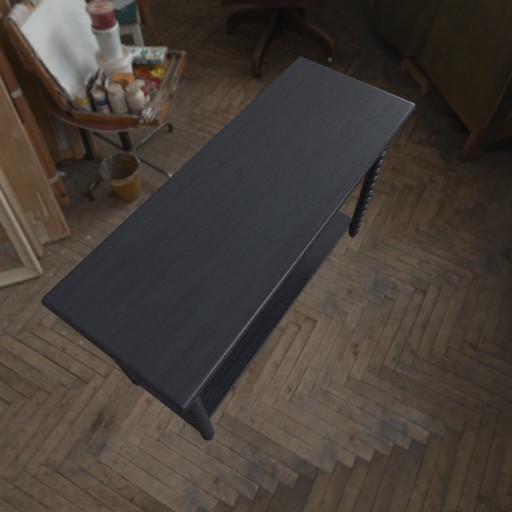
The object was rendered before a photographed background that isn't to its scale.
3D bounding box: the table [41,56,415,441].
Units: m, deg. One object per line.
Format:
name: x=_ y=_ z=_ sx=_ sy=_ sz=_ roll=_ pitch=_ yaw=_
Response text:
table: x=0.000 y=0.000 z=1.568 sx=0.459 sy=0.735 sz=1.184 roll=31 pitch=63 yaw=18
